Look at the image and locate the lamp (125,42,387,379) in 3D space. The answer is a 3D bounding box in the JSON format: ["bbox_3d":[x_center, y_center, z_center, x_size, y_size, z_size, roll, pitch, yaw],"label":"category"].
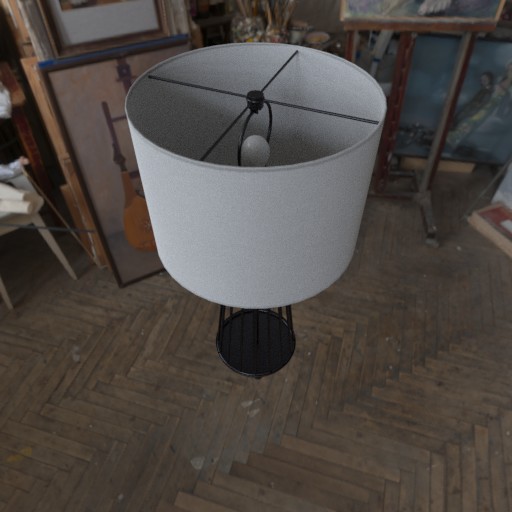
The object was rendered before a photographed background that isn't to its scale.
[{"bbox_3d":[0.000,0.000,0.769,0.322,0.593,0.322,17,49,16],"label":"lamp"}]
